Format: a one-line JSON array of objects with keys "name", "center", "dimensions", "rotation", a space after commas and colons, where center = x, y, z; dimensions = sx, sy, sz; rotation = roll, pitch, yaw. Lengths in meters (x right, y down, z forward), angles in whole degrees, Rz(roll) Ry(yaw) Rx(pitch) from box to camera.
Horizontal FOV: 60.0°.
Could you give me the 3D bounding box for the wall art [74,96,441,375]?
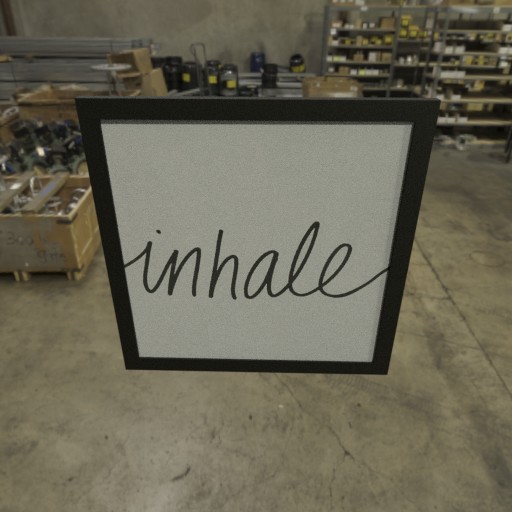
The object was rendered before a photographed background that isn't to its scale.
[{"name": "wall art", "center": [0.000, 0.000, 0.522], "dimensions": [0.356, 0.356, 0.013], "rotation": [1, 29, 1]}]
